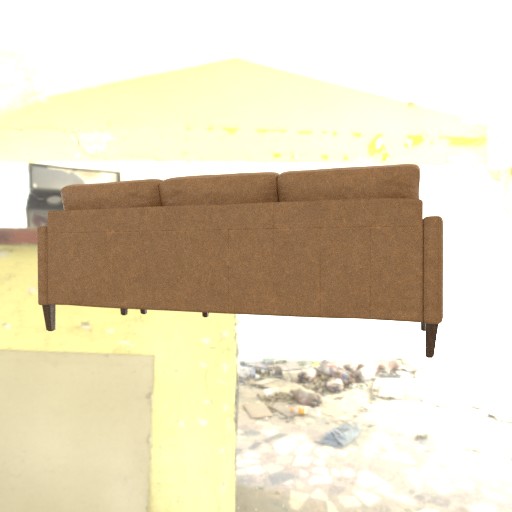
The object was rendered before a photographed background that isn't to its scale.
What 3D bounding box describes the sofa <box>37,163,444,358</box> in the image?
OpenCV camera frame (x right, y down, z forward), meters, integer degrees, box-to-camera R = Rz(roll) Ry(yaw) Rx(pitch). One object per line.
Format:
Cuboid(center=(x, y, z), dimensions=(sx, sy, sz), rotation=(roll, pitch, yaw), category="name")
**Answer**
Cuboid(center=(0.000, 0.000, 2.911), dimensions=(2.178, 0.876, 1.506), rotation=(0, 0, 19), category="sofa")
